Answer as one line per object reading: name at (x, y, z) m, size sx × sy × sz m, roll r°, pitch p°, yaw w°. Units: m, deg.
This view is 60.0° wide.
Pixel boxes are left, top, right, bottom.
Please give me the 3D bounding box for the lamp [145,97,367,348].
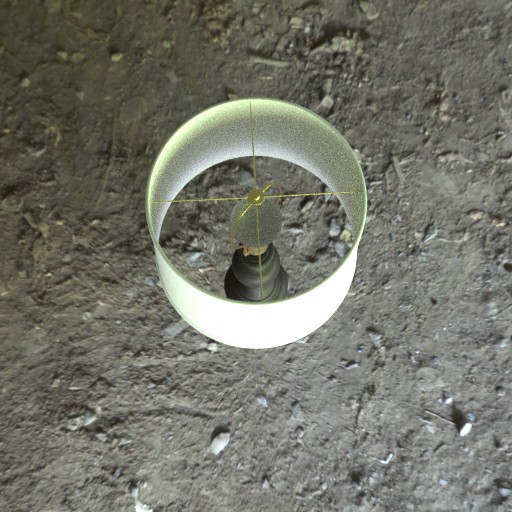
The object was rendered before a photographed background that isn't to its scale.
lamp at (0.000, 0.000, 0.810) m, size 0.335 × 0.611 × 0.335 m, roll 0°, pitch 77°, yaw 0°
